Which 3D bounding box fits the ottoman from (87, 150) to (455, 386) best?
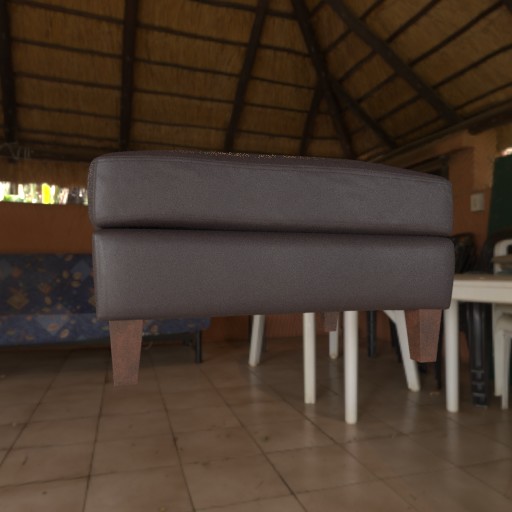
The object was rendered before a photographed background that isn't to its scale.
[{"bbox_3d":[0.000,0.000,1.263,0.887,0.529,0.659,0,-1,-18],"label":"ottoman"}]
